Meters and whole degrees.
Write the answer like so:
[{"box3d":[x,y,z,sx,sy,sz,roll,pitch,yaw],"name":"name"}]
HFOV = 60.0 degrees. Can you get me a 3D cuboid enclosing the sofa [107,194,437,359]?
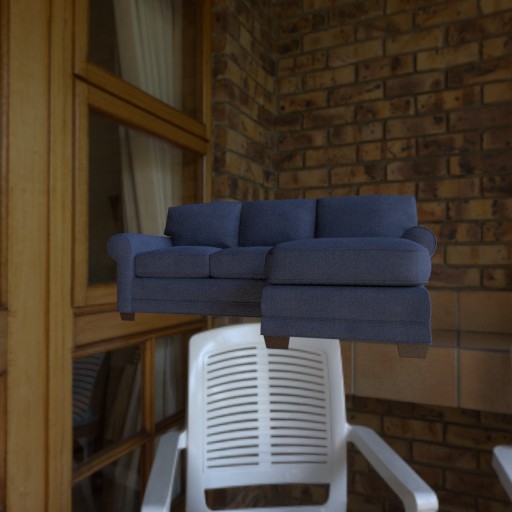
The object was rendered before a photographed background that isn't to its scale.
[{"box3d":[0.000,0.000,3.399,2.567,1.063,1.780,0,-1,19],"name":"sofa"}]
